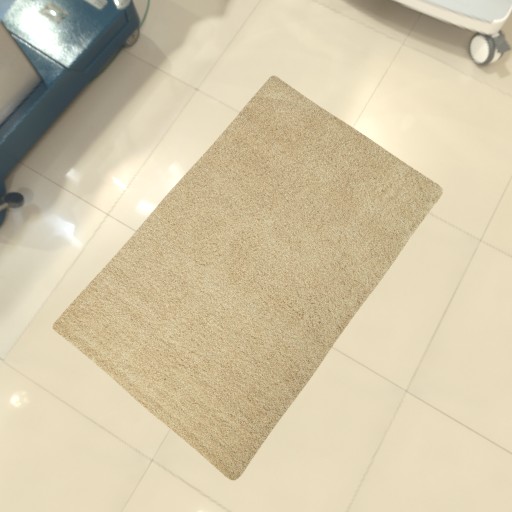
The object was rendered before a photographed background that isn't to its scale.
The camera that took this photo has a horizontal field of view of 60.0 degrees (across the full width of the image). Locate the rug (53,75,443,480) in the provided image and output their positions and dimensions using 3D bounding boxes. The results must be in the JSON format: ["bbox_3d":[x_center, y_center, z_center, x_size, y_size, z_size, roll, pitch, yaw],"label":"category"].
[{"bbox_3d":[0.000,0.000,2.953,1.500,0.025,2.349,37,79,9],"label":"rug"}]
